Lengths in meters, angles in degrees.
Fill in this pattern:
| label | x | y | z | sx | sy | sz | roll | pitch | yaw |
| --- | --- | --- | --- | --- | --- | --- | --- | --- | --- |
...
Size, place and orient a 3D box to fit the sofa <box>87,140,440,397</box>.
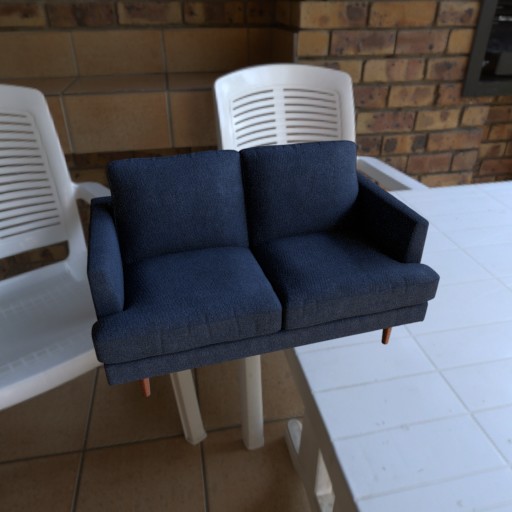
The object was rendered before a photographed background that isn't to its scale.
| label | x | y | z | sx | sy | sz | roll | pitch | yaw |
| --- | --- | --- | --- | --- | --- | --- | --- | --- | --- |
| sofa | 0.000 | 0.000 | 2.252 | 1.582 | 0.944 | 0.903 | -9 | 32 | -14 |
